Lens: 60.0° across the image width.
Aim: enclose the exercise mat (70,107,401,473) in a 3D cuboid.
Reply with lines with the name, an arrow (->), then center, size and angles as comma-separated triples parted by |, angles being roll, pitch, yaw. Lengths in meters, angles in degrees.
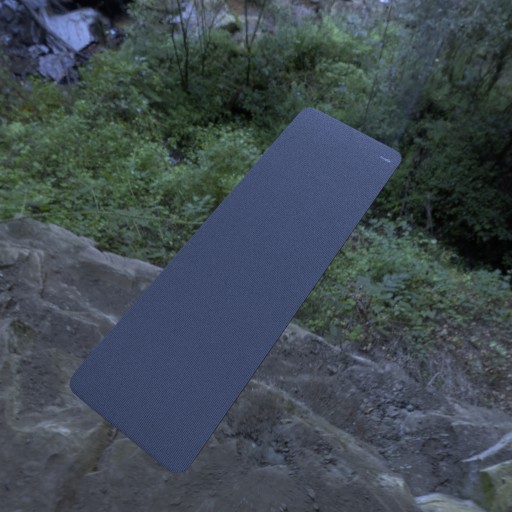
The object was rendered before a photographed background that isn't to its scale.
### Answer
exercise mat -> 0.000, 0.000, 2.090 | 0.616, 0.021, 1.884 | 32, 68, 15
